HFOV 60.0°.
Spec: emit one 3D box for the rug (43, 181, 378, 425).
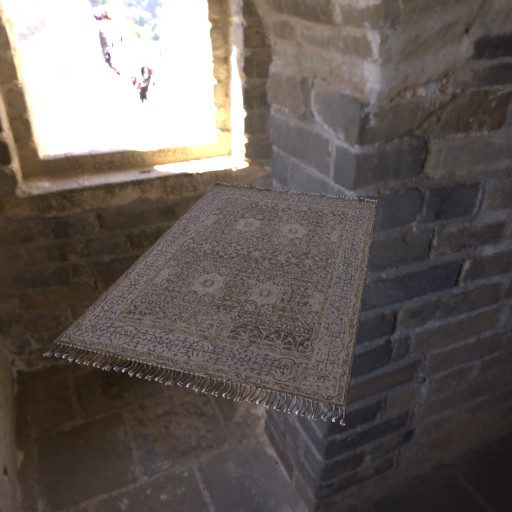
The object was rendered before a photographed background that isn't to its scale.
[{"bbox_3d":[0.000,0.000,2.503,1.237,0.010,2.029,9,32,14],"label":"rug"}]
